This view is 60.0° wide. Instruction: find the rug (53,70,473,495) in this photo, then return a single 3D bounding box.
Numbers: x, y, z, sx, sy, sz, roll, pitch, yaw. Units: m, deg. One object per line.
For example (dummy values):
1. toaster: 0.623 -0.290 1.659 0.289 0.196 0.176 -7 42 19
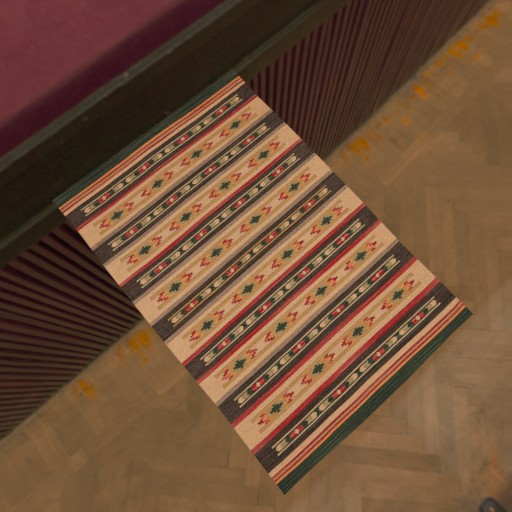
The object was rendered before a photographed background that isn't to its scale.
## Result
1. rug: 0.000 0.000 2.220 1.221 0.009 1.825 -40 79 -10
